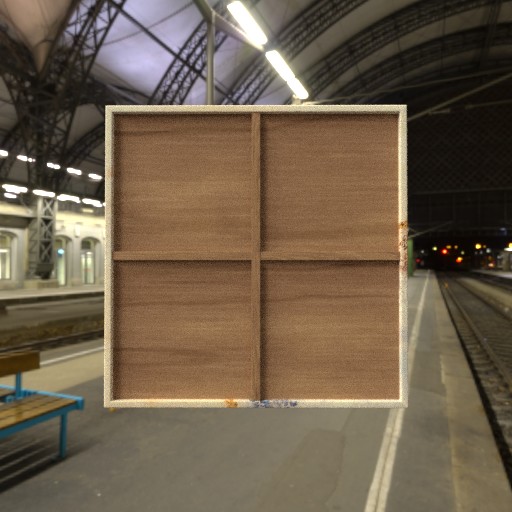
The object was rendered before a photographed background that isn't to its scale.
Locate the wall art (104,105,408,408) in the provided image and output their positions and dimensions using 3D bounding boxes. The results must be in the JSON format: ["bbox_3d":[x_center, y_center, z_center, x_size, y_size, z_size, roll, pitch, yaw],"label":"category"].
[{"bbox_3d":[0.000,0.000,1.319,0.889,0.889,0.038,0,-1,0],"label":"wall art"}]
